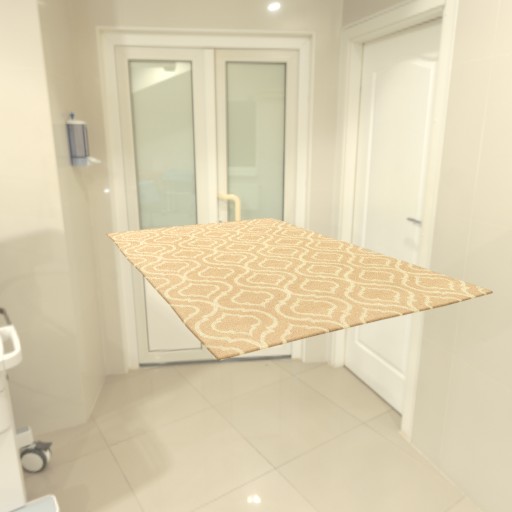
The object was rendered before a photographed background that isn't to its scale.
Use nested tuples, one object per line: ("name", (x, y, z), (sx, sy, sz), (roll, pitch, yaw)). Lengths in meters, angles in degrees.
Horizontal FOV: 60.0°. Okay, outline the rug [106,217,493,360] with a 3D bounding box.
("rug", (0.000, 0.000, 2.188), (1.152, 0.013, 1.761), (-8, 17, -26))
